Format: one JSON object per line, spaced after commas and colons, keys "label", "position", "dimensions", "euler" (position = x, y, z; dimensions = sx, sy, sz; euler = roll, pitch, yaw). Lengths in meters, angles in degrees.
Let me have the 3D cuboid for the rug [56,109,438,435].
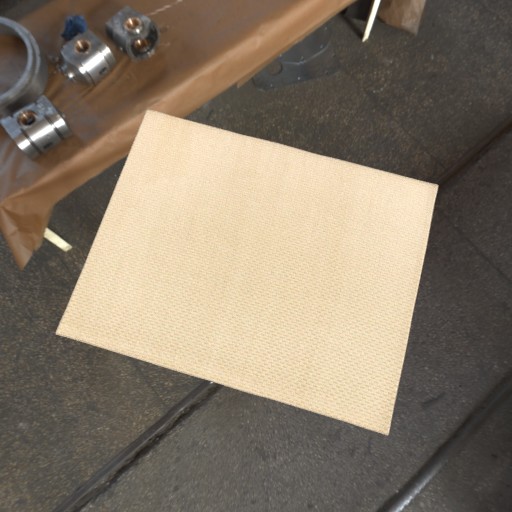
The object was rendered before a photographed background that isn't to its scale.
{"label": "rug", "position": [0.000, 0.000, 3.958], "dimensions": [2.897, 0.035, 2.277], "euler": [16, 75, 4]}
